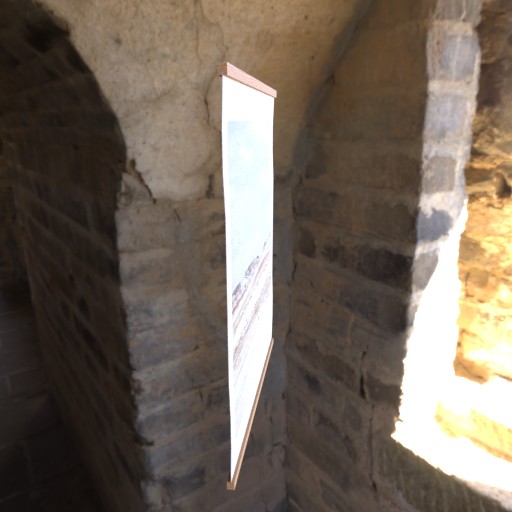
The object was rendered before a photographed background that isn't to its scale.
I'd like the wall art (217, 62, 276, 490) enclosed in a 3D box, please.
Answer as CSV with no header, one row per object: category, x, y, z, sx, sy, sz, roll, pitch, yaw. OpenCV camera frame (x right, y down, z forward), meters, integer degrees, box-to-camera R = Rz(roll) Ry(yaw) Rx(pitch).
wall art,0.000,0.000,0.688,0.010,0.507,0.404,3,17,9
